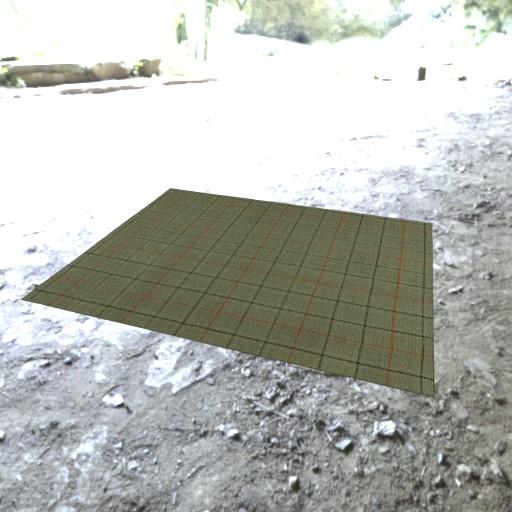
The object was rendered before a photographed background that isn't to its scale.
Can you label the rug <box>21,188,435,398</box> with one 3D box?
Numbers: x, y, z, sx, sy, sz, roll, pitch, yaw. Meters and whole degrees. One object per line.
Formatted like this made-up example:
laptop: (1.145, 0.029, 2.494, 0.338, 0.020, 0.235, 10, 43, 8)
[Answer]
rug: (0.000, 0.000, 4.030, 3.048, 0.012, 2.444, 10, 32, 16)
